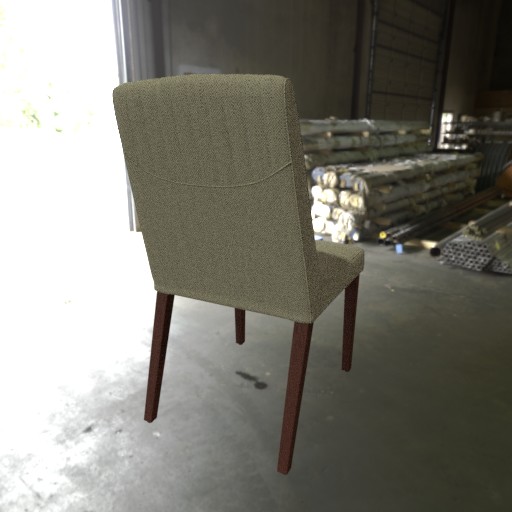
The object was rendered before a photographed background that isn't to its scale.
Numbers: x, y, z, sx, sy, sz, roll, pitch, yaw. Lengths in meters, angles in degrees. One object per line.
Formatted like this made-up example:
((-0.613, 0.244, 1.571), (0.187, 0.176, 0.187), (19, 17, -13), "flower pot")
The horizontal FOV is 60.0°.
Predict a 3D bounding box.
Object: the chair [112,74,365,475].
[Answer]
((0.000, 0.000, 1.245), (0.480, 0.900, 0.594), (9, 19, 26), "chair")
